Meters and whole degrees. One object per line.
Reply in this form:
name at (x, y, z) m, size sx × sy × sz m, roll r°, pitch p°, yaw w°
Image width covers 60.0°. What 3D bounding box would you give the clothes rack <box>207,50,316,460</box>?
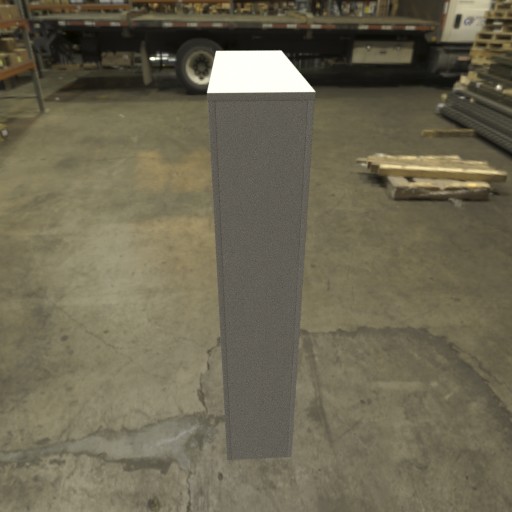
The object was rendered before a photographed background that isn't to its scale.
clothes rack at (0.000, 0.000, 1.612) m, size 0.250 × 1.280 × 0.750 m, roll -2°, pitch 31°, yaw -3°
